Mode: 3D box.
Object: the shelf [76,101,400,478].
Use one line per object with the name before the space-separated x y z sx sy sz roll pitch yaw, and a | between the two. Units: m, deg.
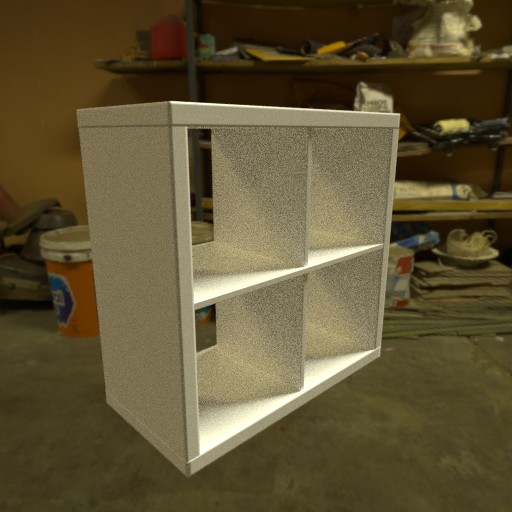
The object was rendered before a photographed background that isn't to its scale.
shelf | 0.000 0.000 1.270 0.790 0.786 0.390 -14 21 -42
